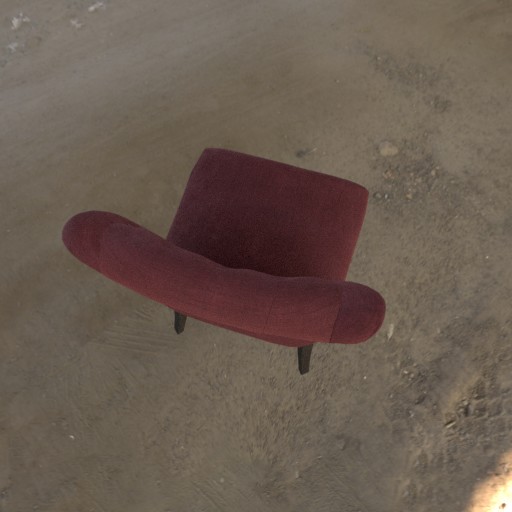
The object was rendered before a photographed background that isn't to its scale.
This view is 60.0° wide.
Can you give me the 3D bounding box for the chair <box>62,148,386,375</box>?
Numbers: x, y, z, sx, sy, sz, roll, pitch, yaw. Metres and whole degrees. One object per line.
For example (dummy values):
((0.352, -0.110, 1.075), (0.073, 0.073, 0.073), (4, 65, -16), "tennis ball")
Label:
((0.000, 0.000, 1.174), (0.582, 0.750, 0.605), (16, 63, 8), "chair")
